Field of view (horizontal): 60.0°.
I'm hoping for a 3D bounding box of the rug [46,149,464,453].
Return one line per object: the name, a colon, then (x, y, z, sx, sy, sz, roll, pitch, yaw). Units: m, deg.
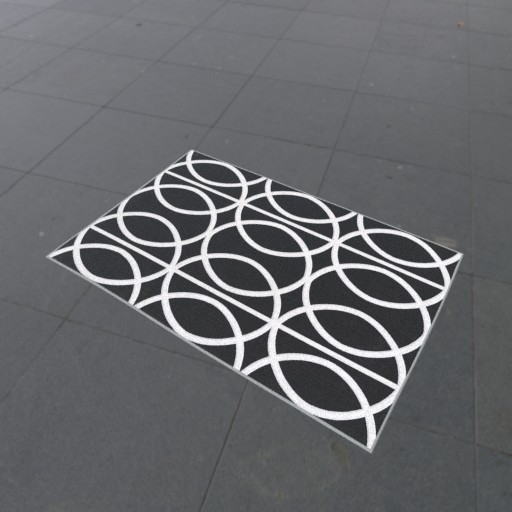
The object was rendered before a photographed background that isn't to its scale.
rug: (0.000, 0.000, 2.898, 2.290, 0.014, 1.526, 25, 51, 22)
